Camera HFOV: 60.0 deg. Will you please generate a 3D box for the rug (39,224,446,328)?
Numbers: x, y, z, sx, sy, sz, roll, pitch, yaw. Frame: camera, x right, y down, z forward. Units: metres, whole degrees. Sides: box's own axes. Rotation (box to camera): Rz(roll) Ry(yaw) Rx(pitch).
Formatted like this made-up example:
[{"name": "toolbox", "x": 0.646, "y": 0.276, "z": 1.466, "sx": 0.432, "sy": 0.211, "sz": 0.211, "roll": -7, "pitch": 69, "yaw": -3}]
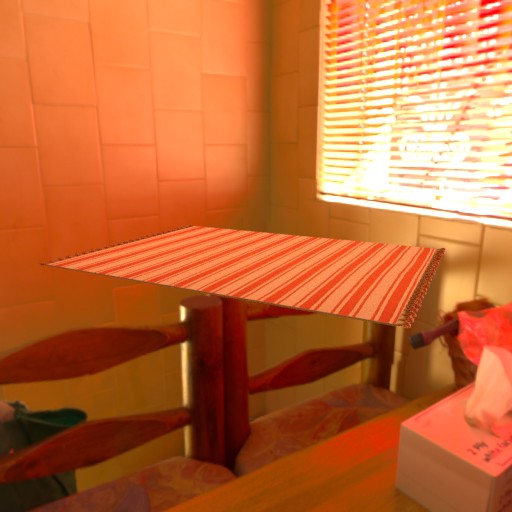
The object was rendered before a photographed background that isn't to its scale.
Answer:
[{"name": "rug", "x": 0.000, "y": 0.000, "z": 4.482, "sx": 3.369, "sy": 0.035, "sz": 2.451, "roll": 7, "pitch": 15, "yaw": 26}]
